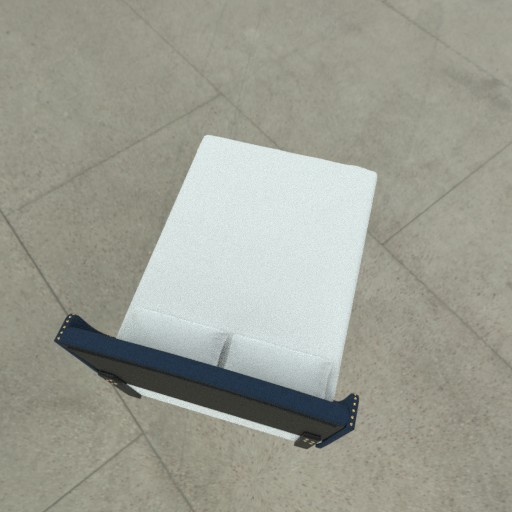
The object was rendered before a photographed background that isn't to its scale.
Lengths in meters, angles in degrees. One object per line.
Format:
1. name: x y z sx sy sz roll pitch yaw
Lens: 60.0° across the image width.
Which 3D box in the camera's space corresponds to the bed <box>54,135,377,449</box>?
1. bed: 0.000 0.000 3.234 1.604 1.402 2.223 14 64 7
